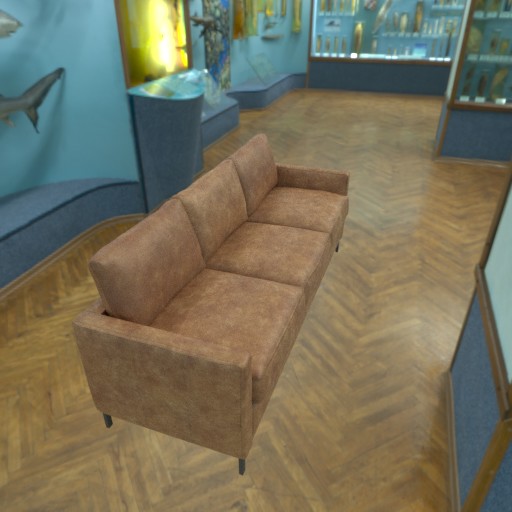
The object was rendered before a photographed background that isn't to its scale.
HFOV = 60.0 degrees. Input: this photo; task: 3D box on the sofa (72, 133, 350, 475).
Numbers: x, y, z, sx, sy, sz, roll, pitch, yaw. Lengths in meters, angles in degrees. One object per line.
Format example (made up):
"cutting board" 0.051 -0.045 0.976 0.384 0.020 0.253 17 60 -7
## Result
"sofa" 0.000 0.000 2.439 0.748 0.863 2.029 11 32 17
